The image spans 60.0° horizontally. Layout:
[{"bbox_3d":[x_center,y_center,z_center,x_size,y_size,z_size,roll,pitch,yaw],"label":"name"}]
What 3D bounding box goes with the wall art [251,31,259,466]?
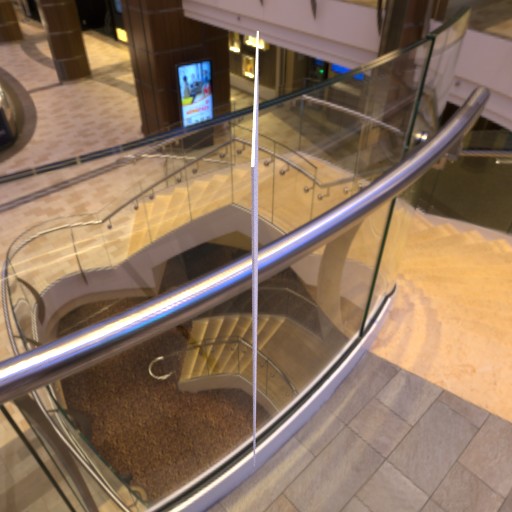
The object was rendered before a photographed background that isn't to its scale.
[{"bbox_3d":[0.000,0.000,0.775,0.003,0.610,0.457,1,41,1],"label":"wall art"}]
